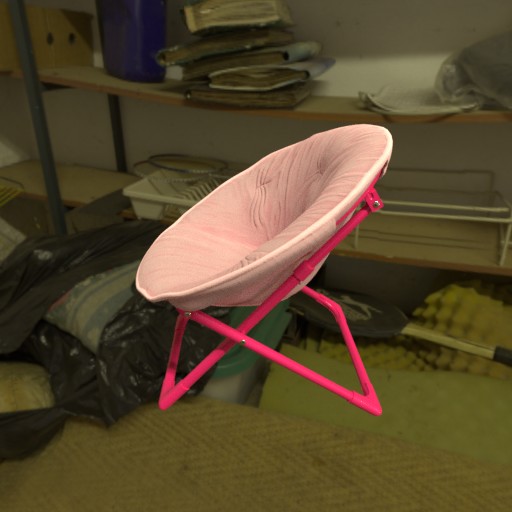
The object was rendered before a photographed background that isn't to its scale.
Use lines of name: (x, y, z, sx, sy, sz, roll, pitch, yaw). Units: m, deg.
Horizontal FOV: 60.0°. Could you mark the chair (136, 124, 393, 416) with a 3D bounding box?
chair: (0.000, 0.000, 0.877, 0.459, 0.494, 0.522, -1, 25, -2)
